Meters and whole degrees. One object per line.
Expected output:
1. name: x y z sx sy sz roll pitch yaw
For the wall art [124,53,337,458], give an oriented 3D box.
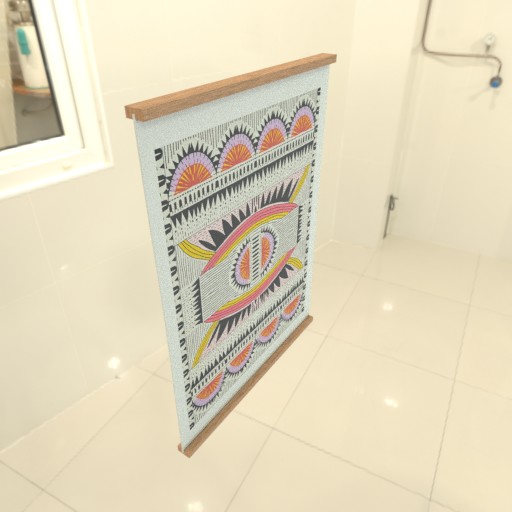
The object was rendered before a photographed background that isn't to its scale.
1. wall art: 0.000 0.000 0.789 0.028 0.609 0.456 21 38 29
